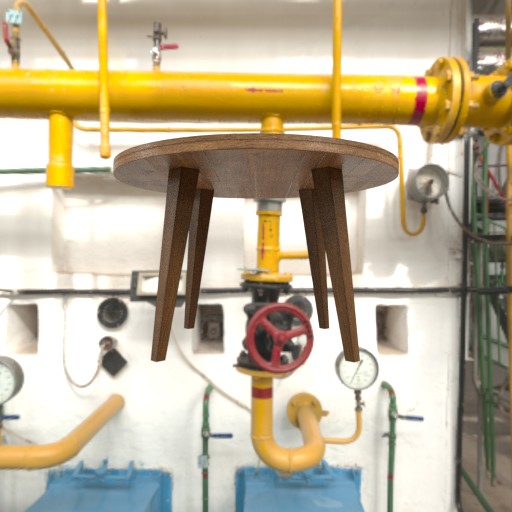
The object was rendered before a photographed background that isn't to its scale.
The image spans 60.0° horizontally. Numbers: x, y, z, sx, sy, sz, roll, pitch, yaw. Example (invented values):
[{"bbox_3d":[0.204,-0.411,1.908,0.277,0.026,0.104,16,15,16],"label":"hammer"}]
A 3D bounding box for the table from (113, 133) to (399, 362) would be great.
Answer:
[{"bbox_3d":[0.000,0.000,1.978,1.213,0.764,1.213,0,0,0],"label":"table"}]
